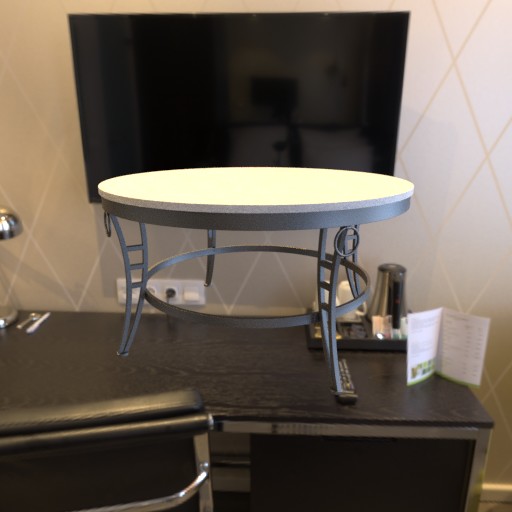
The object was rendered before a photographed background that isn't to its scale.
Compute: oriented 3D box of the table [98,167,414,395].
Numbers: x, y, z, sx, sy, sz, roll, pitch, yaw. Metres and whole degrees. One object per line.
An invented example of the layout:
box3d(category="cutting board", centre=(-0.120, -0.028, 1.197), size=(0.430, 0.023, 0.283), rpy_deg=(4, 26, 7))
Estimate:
box3d(category="table", centre=(0.000, 0.000, 1.383), size=(0.889, 0.470, 0.889), rpy_deg=(0, 16, 0))
